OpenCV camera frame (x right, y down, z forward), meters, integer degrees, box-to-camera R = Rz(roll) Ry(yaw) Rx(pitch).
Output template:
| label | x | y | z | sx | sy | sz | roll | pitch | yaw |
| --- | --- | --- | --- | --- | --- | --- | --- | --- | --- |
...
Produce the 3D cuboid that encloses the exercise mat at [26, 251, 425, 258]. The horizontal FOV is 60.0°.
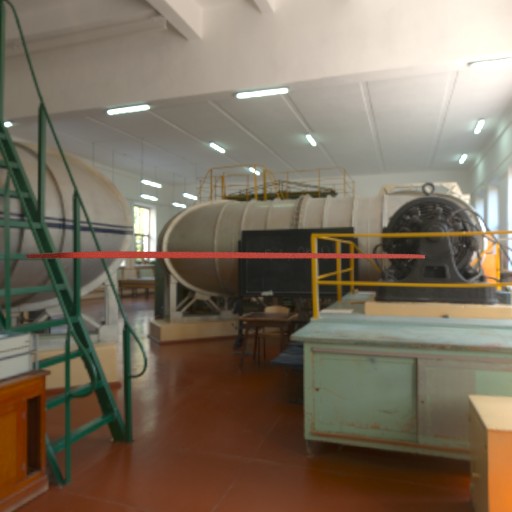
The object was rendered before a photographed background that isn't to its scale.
| label | x | y | z | sx | sy | sz | roll | pitch | yaw |
| --- | --- | --- | --- | --- | --- | --- | --- | --- | --- |
| exercise mat | 0.000 | 0.000 | 2.078 | 1.869 | 0.021 | 0.616 | 0 | 0 | -37 |
